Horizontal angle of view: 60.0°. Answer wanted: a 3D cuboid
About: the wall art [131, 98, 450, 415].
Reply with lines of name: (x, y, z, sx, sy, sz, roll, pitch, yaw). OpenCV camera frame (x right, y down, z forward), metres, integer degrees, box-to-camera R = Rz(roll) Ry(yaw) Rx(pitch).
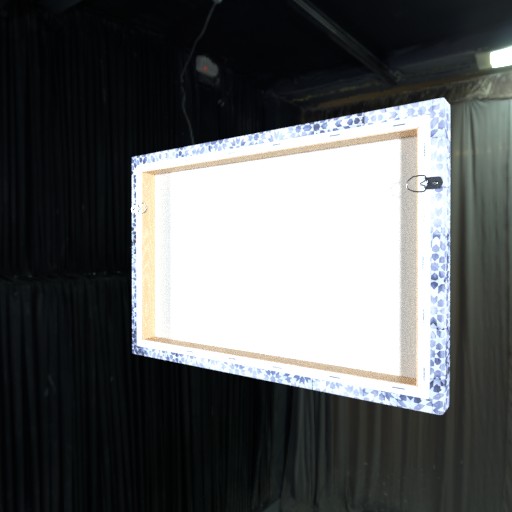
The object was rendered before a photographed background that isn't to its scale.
wall art: (0.000, 0.000, 1.126, 0.911, 0.608, 0.057, 0, 1, 35)
